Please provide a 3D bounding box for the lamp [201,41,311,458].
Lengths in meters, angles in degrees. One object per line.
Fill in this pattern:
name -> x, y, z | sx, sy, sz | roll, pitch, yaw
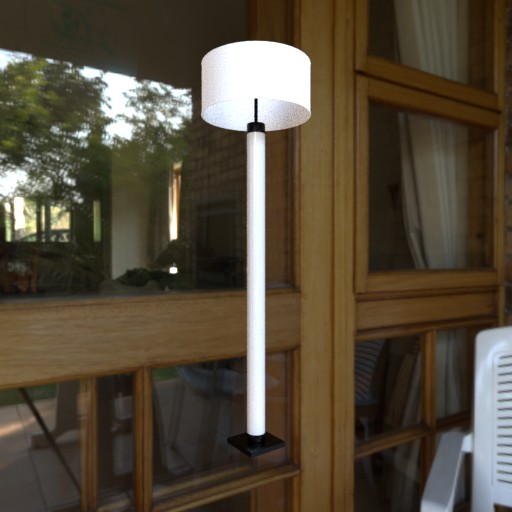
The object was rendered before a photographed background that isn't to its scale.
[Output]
lamp -> 0.000, 0.000, 1.715 | 0.420, 1.475, 0.420 | -1, 1, -36
